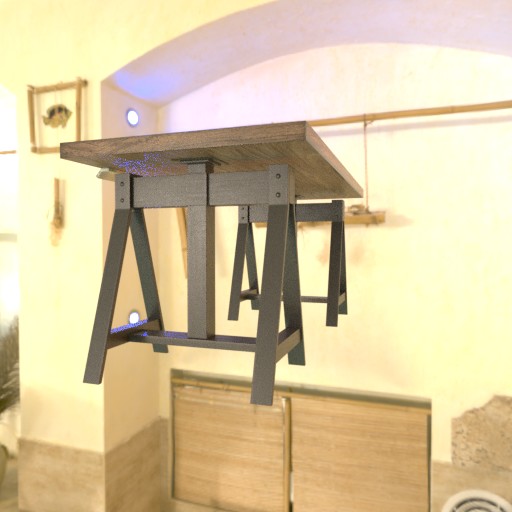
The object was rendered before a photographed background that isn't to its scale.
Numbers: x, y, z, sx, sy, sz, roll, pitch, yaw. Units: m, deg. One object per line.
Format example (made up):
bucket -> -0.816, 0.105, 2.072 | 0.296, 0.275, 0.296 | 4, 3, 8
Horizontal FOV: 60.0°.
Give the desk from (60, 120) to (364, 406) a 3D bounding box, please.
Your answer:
desk -> 0.000, 0.000, 1.959 | 0.784, 0.725, 1.543 | 1, 2, 19
